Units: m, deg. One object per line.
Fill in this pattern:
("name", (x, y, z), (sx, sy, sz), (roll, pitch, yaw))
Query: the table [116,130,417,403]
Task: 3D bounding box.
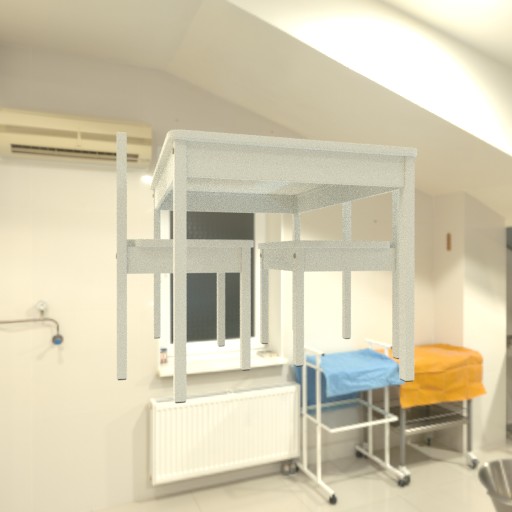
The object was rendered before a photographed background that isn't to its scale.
("table", (0.000, 0.000, 1.125), (0.672, 0.503, 0.650), (0, 0, -16))
